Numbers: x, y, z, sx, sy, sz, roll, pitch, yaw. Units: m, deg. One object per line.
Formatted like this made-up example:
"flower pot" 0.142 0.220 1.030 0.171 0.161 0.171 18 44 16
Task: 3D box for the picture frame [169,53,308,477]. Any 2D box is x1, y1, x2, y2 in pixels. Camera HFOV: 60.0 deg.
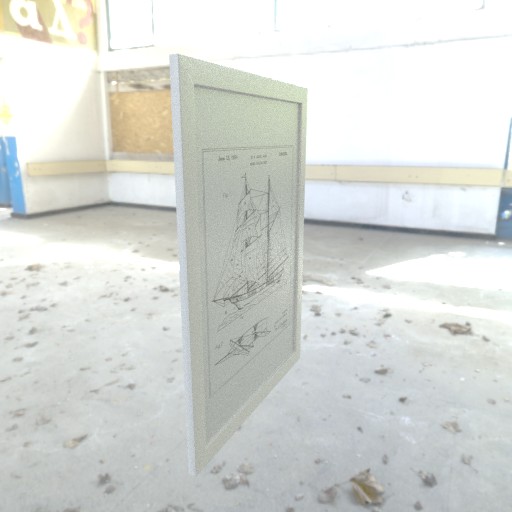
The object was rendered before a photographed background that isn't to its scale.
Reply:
"picture frame" 0.000 0.000 0.701 0.012 0.534 0.381 8 17 26
